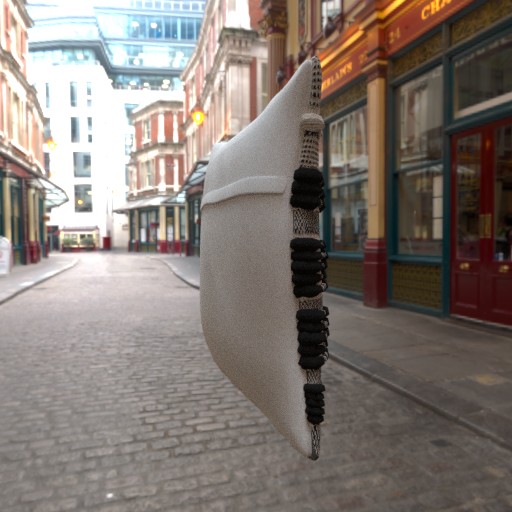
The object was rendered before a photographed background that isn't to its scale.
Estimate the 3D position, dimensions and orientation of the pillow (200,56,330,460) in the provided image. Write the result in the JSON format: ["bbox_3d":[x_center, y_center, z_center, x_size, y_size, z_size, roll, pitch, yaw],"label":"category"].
[{"bbox_3d":[0.000,0.000,0.680,0.156,0.438,0.436,0,1,-19],"label":"pillow"}]
